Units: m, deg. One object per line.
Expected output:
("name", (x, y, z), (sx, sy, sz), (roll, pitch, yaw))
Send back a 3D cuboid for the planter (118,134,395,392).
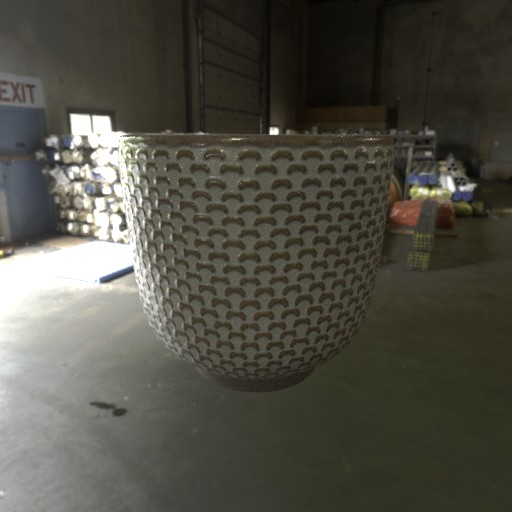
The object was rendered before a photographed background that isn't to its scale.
("planter", (0.000, 0.000, 0.246), (0.139, 0.130, 0.139), (0, 15, 0))
